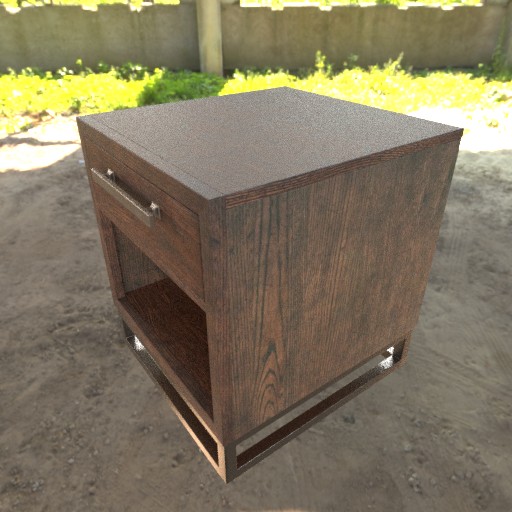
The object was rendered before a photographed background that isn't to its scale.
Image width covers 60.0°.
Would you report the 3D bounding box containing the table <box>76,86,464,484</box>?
[{"bbox_3d":[0.000,0.000,0.980,0.566,0.582,0.506,-21,37,-31],"label":"table"}]
